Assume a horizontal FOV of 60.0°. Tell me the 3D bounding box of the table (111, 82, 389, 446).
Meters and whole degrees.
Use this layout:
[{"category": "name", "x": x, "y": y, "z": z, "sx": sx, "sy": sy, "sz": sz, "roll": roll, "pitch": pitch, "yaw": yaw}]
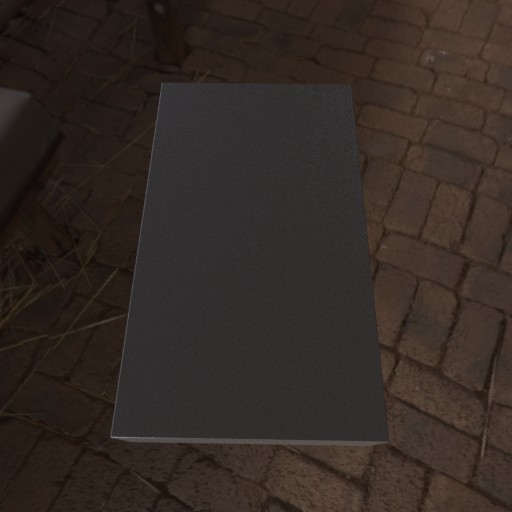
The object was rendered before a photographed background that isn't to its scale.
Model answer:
[{"category": "table", "x": 0.000, "y": 0.000, "z": 1.536, "sx": 0.703, "sy": 0.404, "sz": 1.201, "roll": 1, "pitch": 64, "yaw": 0}]
